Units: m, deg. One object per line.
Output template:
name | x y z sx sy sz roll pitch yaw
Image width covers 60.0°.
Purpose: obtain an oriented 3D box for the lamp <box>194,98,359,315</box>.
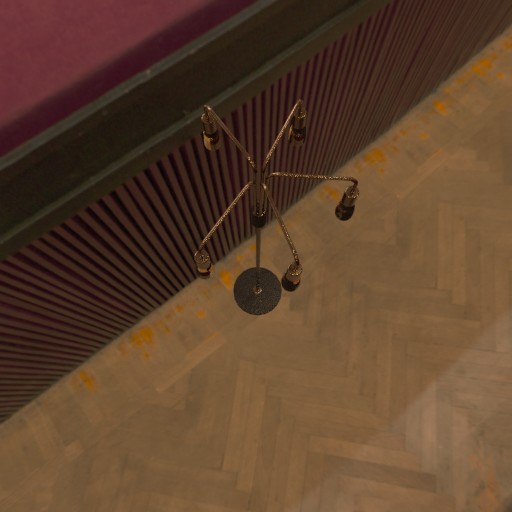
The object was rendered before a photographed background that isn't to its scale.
lamp | 0.000 0.000 2.039 0.572 1.721 0.599 -35 77 -9
